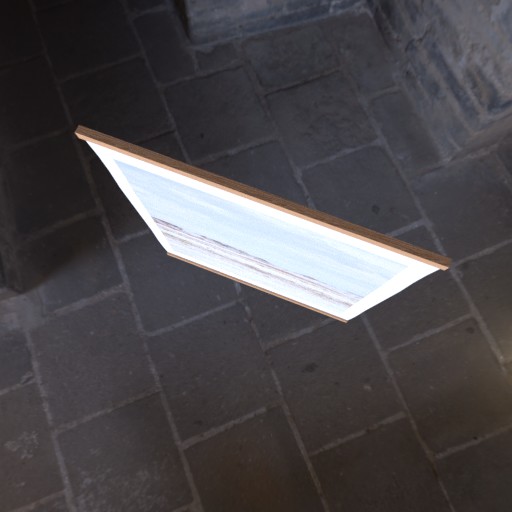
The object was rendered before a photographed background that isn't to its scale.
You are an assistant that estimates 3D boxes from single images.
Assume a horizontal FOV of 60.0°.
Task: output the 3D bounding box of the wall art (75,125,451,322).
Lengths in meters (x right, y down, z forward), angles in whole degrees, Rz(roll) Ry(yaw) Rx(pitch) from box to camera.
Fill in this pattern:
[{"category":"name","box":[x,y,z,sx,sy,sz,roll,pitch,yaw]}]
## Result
[{"category":"wall art","box":[0.000,0.000,0.693,0.404,0.507,0.010,21,76,5]}]
